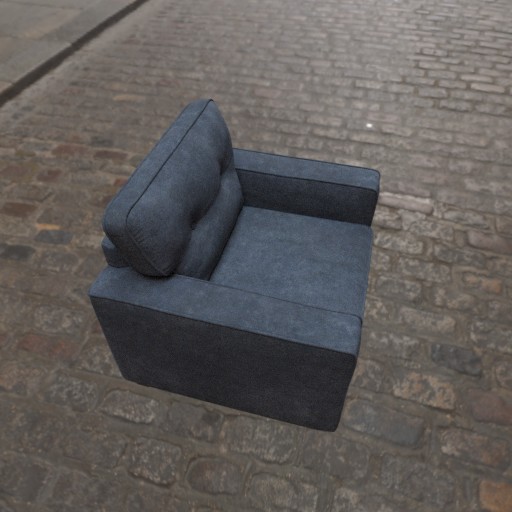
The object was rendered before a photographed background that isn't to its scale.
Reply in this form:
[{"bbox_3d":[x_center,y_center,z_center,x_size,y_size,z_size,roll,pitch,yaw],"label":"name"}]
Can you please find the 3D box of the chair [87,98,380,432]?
[{"bbox_3d":[0.000,0.000,1.858,0.939,0.965,1.015,11,47,10],"label":"chair"}]
